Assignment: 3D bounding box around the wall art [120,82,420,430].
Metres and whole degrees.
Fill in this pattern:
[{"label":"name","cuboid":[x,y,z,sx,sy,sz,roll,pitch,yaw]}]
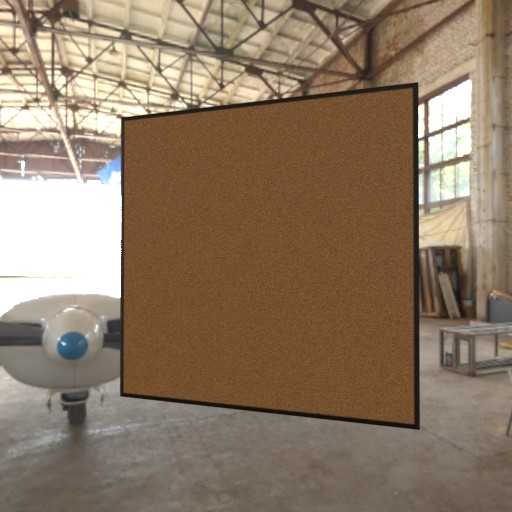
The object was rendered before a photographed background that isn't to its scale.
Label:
[{"label":"wall art","cuboid":[0.000,0.000,0.743,0.513,0.511,0.028,0,-1,18]}]
